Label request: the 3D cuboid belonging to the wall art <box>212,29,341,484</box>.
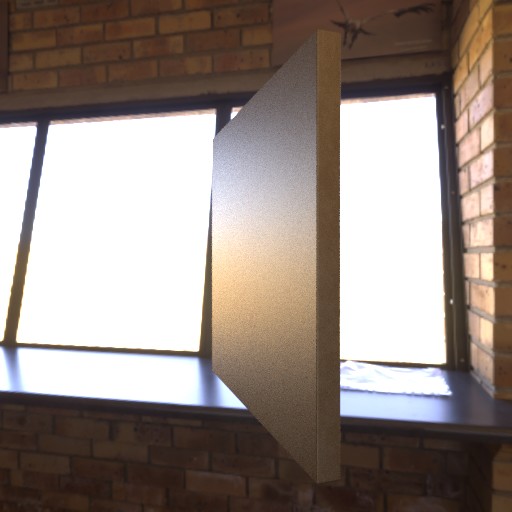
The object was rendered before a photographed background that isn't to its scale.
[{"bbox_3d":[0.000,0.000,0.734,0.030,0.506,0.503,0,0,-19],"label":"wall art"}]
